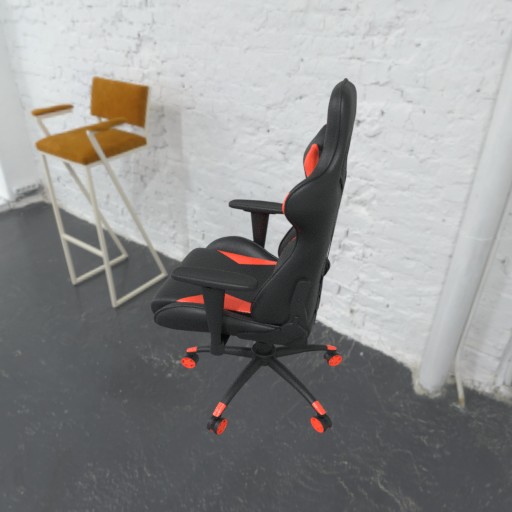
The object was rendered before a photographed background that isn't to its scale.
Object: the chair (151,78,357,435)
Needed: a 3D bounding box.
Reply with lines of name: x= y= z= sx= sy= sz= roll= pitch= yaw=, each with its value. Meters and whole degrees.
chair: x=0.000 y=0.000 z=1.692 sx=0.730 sy=1.282 sz=0.695 roll=8 pitch=31 yaw=13
